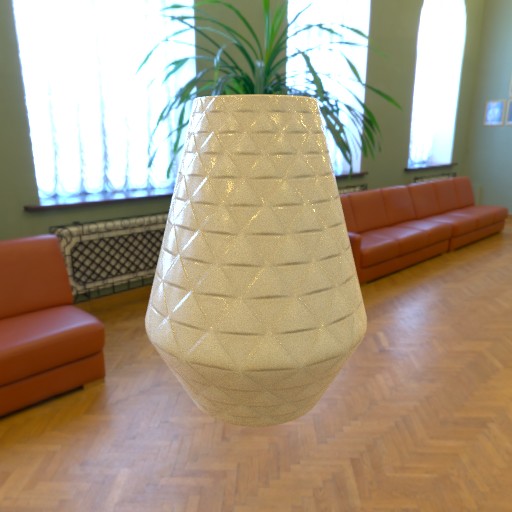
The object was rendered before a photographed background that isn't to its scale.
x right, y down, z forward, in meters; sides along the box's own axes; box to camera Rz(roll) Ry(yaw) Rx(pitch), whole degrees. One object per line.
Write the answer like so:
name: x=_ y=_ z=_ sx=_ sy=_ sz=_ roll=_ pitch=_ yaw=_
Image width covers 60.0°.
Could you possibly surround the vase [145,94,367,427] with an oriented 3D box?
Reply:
vase: x=0.000 y=0.000 z=0.346 sx=0.175 sy=0.230 sz=0.175 roll=0 pitch=15 yaw=0
